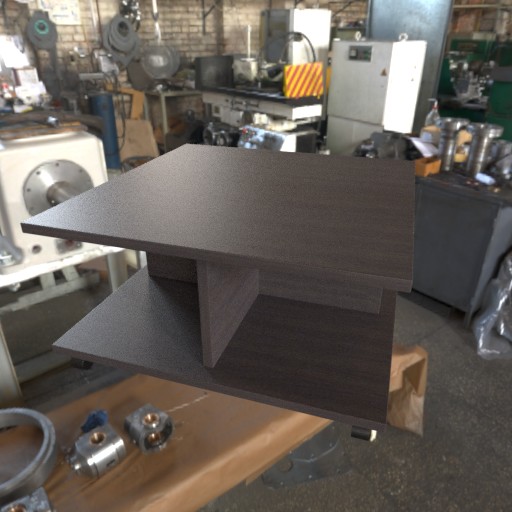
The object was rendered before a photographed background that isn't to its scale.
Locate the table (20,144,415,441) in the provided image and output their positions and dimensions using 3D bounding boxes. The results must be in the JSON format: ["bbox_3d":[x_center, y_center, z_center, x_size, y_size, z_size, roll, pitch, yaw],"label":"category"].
[{"bbox_3d":[0.000,0.000,1.207,0.762,0.396,0.762,8,28,16],"label":"table"}]
